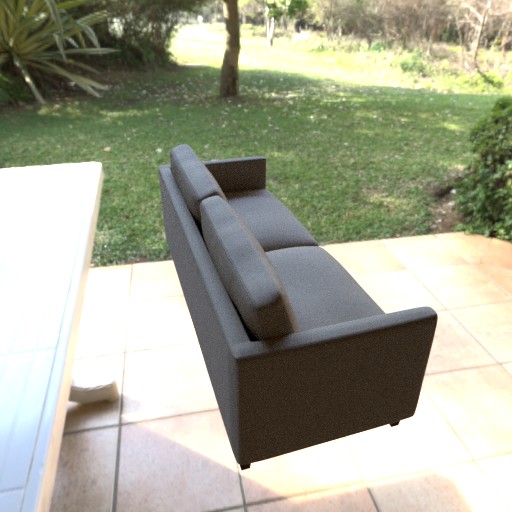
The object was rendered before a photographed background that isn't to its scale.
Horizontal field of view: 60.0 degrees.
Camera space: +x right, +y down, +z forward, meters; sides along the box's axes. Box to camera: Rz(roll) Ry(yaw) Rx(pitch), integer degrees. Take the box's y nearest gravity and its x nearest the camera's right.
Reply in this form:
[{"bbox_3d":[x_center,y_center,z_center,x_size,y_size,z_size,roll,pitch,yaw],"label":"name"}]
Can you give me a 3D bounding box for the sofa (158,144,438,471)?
[{"bbox_3d":[0.000,0.000,2.906,0.951,0.965,2.434,-9,31,-15],"label":"sofa"}]
